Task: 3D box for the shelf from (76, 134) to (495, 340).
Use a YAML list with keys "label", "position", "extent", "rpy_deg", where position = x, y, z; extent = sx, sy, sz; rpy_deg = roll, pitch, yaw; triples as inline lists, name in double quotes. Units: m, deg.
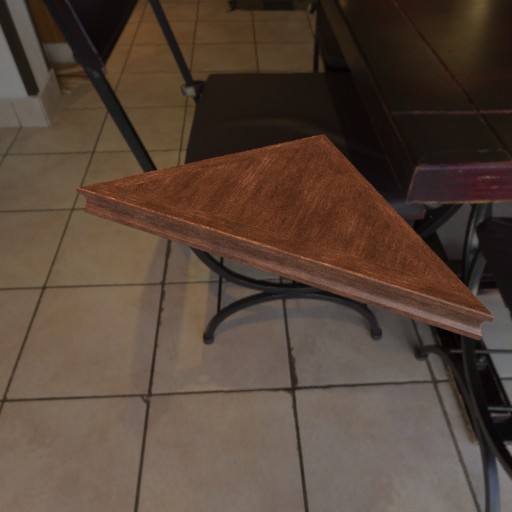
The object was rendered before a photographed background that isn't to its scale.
- label: "shelf"
  position: [0.000, 0.000, 0.426]
  extent: [0.296, 0.035, 0.296]
  rpy_deg: [-16, 48, -15]
